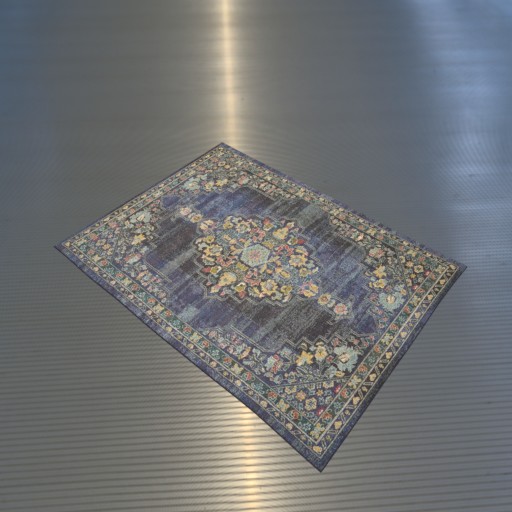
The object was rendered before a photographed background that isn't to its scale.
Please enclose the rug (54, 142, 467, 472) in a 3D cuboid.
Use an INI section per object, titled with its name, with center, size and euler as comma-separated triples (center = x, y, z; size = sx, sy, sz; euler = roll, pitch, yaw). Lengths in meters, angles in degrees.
[rug]
center = 0.000, 0.000, 4.813
size = 3.612, 0.035, 2.716
euler = 32, 55, 26
